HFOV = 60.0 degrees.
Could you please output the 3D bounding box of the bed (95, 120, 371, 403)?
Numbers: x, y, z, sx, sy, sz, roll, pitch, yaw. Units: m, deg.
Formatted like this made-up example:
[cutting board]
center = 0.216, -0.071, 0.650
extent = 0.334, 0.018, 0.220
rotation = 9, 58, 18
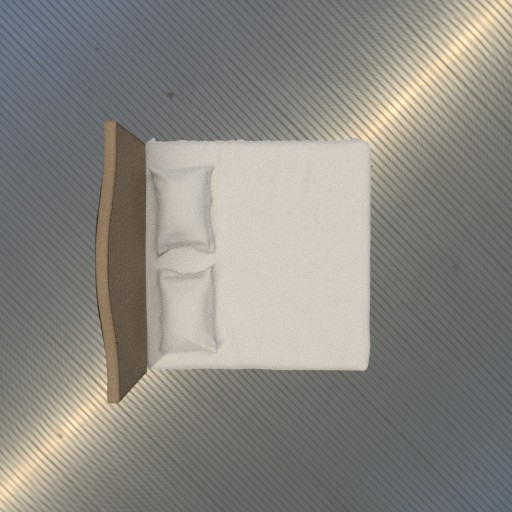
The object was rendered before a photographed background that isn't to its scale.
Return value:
[bed]
center = 0.000, 0.000, 3.683
extent = 2.222, 1.651, 2.311
rotation = 0, 92, 1
